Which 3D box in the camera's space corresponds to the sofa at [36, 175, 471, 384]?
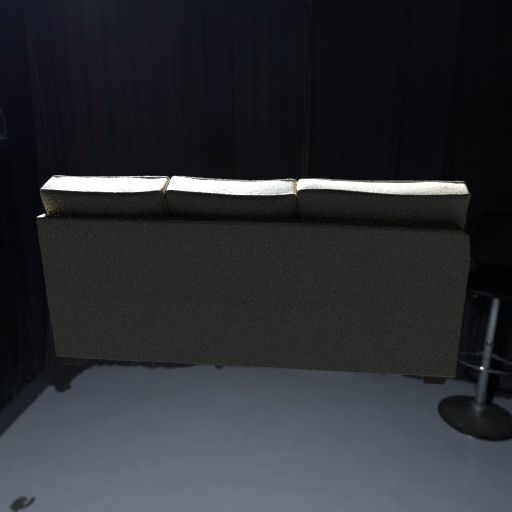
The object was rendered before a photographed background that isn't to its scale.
[{"bbox_3d":[0.000,0.000,2.497,1.962,0.946,1.034,2,16,6],"label":"sofa"}]
